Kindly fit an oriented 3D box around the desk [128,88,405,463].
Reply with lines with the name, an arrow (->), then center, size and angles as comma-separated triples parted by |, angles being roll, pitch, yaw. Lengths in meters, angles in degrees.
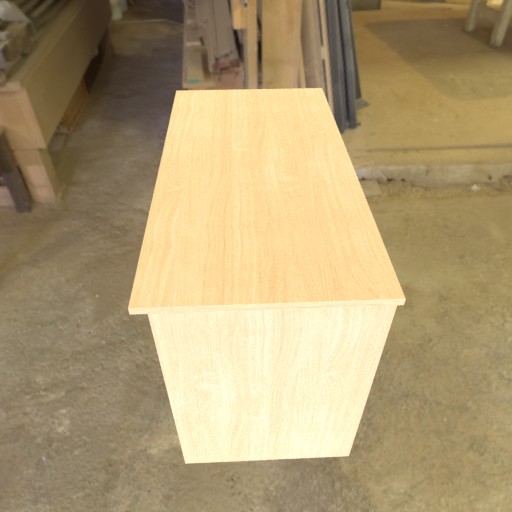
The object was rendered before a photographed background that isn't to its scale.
desk -> 0.000, 0.000, 1.544 | 0.560, 0.735, 1.097 | -2, 42, -2
